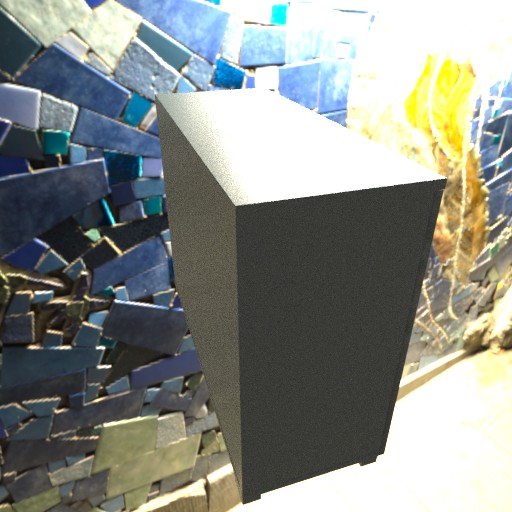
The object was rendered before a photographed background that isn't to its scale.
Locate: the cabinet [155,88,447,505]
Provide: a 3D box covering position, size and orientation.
[{"bbox_3d":[0.000,0.000,1.358,0.400,0.800,1.000,-9,31,-16],"label":"cabinet"}]
